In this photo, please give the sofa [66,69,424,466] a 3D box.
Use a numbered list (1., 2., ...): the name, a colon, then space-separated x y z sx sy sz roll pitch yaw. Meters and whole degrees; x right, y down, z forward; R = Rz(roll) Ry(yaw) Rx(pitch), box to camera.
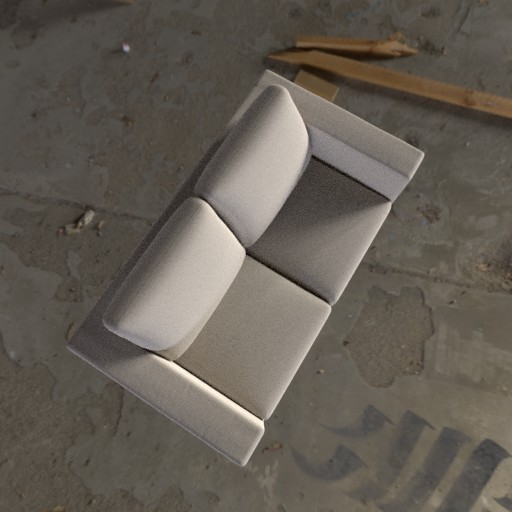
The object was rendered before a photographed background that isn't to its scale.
1. sofa: 0.000 0.000 2.394 1.009 0.932 1.813 31 77 8
